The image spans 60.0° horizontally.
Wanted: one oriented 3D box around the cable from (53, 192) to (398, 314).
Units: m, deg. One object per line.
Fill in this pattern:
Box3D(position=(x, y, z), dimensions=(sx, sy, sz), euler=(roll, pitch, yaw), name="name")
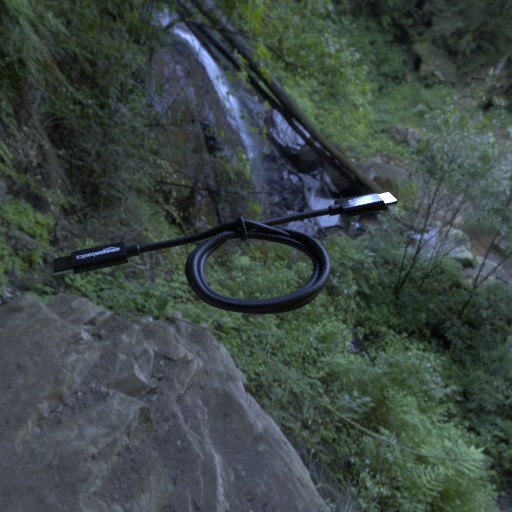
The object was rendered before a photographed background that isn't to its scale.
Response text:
Box3D(position=(0.000, 0.000, 0.213), dimensions=(0.186, 0.014, 0.070), euler=(-13, 42, -14), name="cable")
